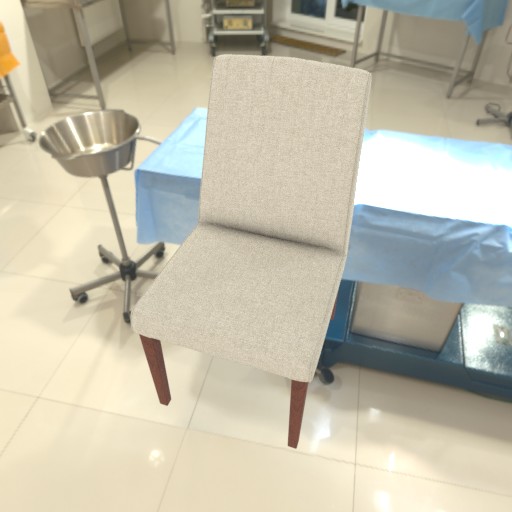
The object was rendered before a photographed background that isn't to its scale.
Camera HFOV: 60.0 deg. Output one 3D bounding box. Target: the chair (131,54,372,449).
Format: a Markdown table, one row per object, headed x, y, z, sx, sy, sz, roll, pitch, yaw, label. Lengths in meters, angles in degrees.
| x | y | z | sx | sy | sz | roll | pitch | yaw | label |
| --- | --- | --- | --- | --- | --- | --- | --- | --- | --- |
| 0.000 | 0.000 | 1.238 | 0.480 | 0.900 | 0.594 | 13 | 42 | 14 | chair |
